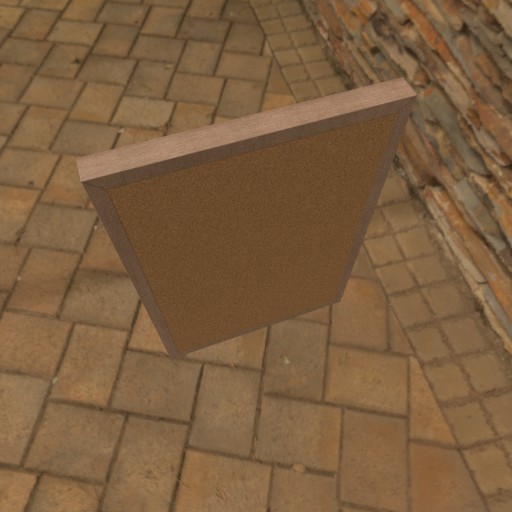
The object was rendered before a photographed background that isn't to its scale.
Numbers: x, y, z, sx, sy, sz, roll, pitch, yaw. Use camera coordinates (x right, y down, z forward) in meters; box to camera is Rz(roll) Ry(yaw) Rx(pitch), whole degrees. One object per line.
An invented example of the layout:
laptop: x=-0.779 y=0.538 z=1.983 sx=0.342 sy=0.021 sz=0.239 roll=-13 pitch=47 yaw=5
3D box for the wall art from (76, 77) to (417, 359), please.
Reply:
wall art: x=0.000 y=0.000 z=0.665 sx=0.356 sy=0.509 sz=0.031 roll=-17 pitch=60 yaw=-10
